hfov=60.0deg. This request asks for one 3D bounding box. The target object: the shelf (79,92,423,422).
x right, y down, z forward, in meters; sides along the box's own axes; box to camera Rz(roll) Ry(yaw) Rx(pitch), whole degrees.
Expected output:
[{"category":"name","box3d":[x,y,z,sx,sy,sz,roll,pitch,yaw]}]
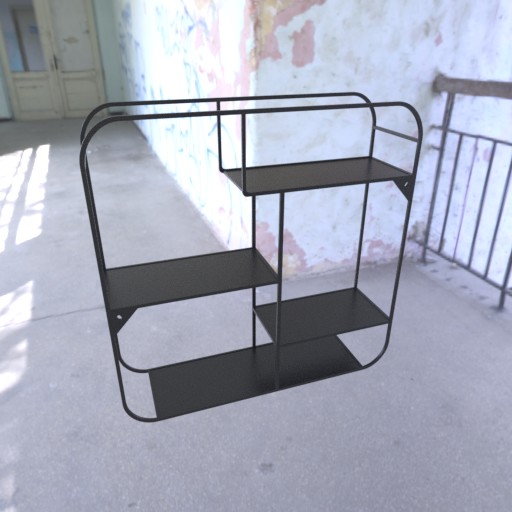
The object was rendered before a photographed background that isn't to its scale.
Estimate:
[{"category":"shelf","box3d":[0.000,0.000,0.906,0.600,0.600,0.160,-9,28,-17]}]
